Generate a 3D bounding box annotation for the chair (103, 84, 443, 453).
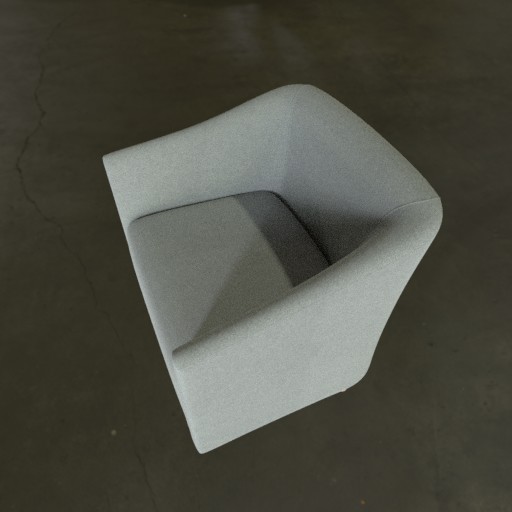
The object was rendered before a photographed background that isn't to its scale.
[{"bbox_3d":[0.000,0.000,1.353,0.700,0.720,0.790,-18,49,-16],"label":"chair"}]
